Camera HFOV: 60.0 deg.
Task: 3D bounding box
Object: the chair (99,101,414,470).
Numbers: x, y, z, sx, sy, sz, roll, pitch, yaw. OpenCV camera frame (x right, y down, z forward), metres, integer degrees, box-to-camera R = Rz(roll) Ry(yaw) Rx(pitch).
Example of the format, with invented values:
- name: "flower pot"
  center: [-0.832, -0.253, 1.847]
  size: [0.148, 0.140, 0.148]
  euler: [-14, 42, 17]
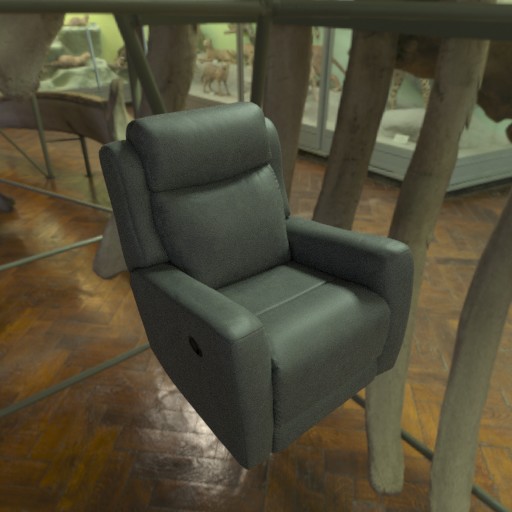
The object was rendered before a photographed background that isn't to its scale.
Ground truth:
- name: "chair"
  center: [0.000, 0.000, 1.947]
  size: [0.965, 1.116, 1.068]
  euler: [-21, 36, -32]
